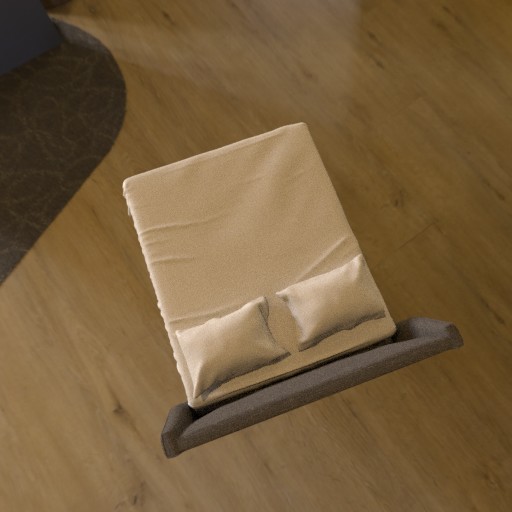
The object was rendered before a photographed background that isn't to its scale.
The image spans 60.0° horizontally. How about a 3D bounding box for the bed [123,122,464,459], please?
[{"bbox_3d":[0.000,0.000,3.508,1.925,1.332,2.276,-19,76,-5],"label":"bed"}]
